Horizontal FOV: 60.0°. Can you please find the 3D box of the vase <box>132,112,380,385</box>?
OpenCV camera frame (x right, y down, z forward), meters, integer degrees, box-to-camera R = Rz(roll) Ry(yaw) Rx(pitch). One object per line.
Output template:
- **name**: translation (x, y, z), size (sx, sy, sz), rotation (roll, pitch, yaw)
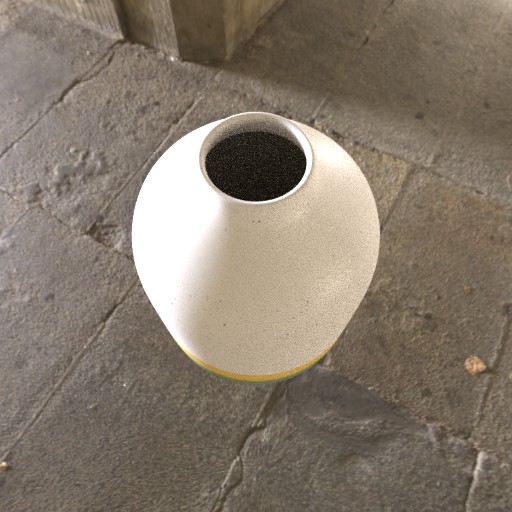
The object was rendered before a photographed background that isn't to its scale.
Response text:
- **vase**: translation (0.000, 0.000, 0.341), size (0.169, 0.240, 0.169), rotation (0, 64, 0)
